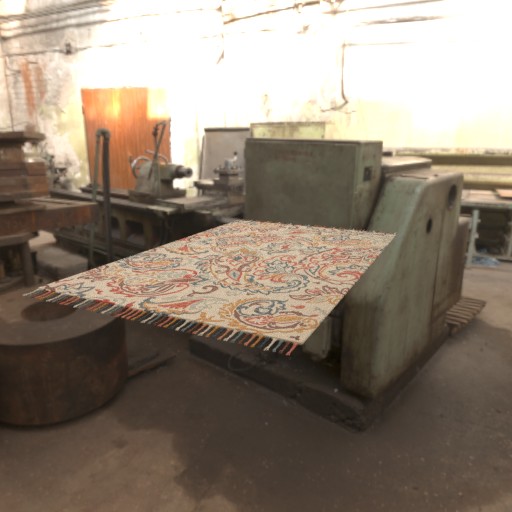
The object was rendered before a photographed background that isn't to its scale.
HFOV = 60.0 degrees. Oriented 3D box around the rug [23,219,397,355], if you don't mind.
[{"bbox_3d":[0.000,0.000,2.453,1.218,0.010,1.997,7,17,25],"label":"rug"}]
